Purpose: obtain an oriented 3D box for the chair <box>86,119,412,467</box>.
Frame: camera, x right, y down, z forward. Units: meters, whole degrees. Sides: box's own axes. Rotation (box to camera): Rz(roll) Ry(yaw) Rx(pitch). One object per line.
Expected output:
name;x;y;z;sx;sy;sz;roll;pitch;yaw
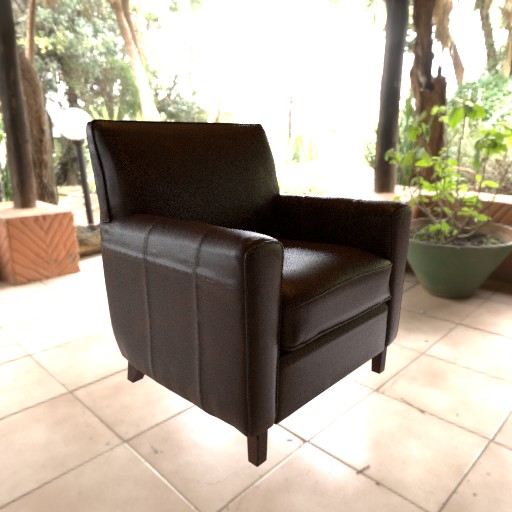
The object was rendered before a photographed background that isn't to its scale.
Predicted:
chair;0.000;0.000;1.601;0.823;0.943;0.870;14;21;42
